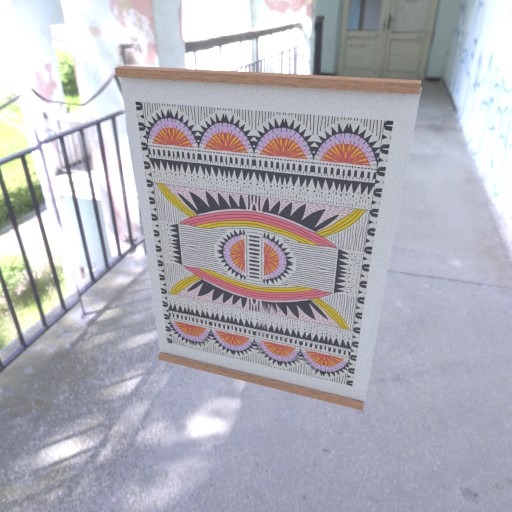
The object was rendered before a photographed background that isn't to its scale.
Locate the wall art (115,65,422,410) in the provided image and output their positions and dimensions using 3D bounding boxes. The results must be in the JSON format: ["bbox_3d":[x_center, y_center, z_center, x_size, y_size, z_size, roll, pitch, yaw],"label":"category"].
[{"bbox_3d":[0.000,0.000,0.793,0.456,0.609,0.028,10,32,16],"label":"wall art"}]
